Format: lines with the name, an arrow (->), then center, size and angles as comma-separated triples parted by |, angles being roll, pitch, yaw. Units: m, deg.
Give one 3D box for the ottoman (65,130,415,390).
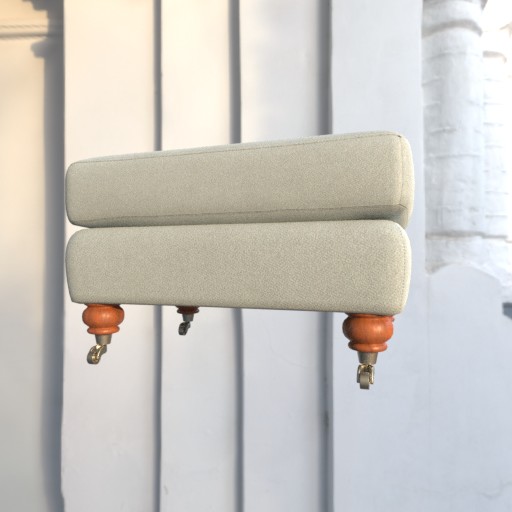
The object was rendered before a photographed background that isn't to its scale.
ottoman -> 0.000, 0.000, 1.147 | 0.773, 0.499, 0.569 | 0, -1, 19
